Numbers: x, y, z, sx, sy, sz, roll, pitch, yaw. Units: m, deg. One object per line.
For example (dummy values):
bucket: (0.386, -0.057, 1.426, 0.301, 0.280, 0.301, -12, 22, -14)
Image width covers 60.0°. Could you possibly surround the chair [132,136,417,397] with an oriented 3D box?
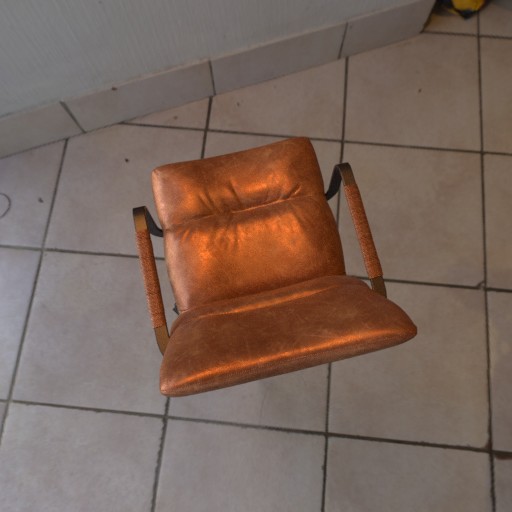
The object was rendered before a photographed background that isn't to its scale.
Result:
chair: (0.000, 0.000, 1.456, 0.727, 0.922, 0.754, -13, 76, -3)
